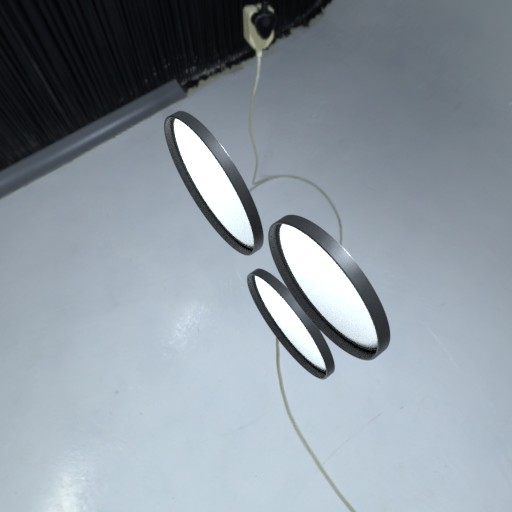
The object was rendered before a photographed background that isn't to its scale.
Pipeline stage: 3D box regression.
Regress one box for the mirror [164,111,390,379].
[{"bbox_3d":[0.000,0.000,3.224,0.076,2.096,2.160,-34,68,-16],"label":"mirror"}]
